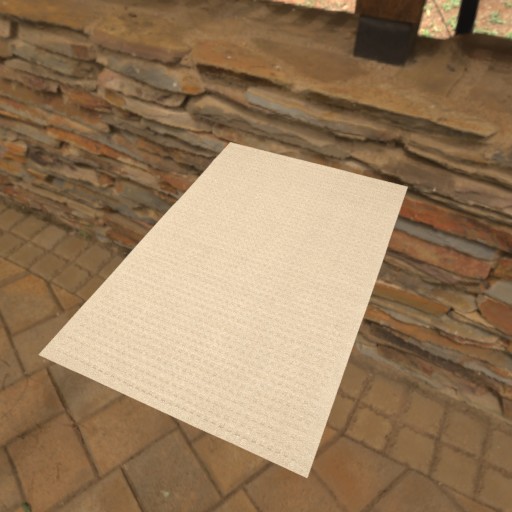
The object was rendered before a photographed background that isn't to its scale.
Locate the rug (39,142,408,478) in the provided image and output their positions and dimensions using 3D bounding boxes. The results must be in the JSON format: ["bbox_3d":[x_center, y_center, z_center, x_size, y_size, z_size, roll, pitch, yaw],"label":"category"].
[{"bbox_3d":[0.000,0.000,2.880,1.523,0.006,2.289,18,49,16],"label":"rug"}]
